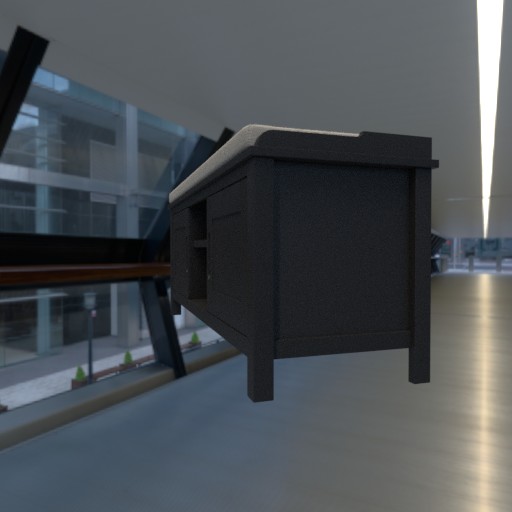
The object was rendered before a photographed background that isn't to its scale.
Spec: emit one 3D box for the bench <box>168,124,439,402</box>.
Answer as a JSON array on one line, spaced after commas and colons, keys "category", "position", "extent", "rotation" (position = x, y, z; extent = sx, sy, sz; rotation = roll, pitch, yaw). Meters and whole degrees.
[{"category": "bench", "position": [0.000, 0.000, 1.373], "extent": [0.398, 0.501, 1.140], "rotation": [0, 1, -18]}]
